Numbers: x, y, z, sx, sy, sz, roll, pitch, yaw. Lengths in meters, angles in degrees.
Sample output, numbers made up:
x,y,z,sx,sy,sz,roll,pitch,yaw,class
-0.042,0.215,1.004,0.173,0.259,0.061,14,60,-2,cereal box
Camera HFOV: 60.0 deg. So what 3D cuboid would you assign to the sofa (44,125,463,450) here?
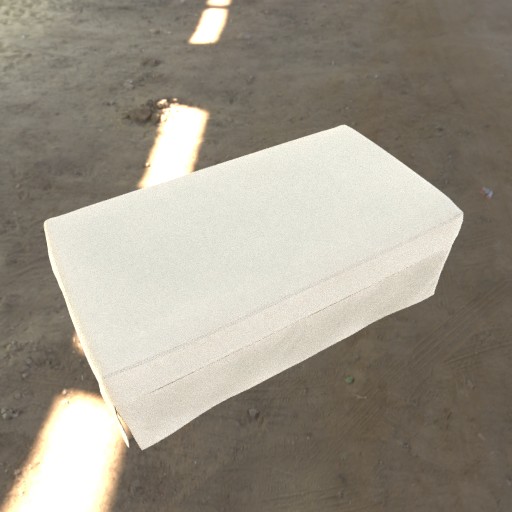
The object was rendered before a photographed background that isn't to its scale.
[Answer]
x,y,z,sx,sy,sz,roll,pitch,yaw,class
0.000,0.000,2.090,1.677,0.552,0.939,-22,50,-20,sofa
